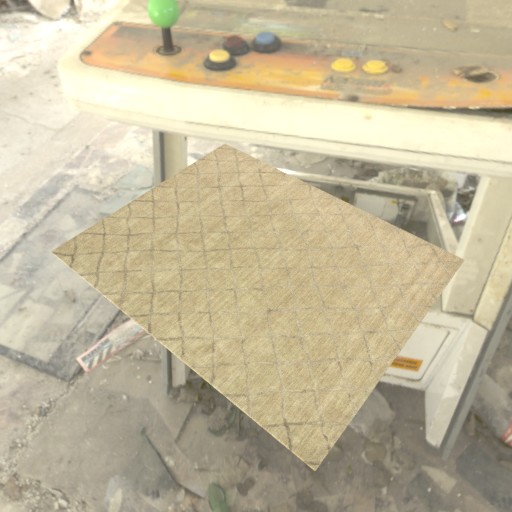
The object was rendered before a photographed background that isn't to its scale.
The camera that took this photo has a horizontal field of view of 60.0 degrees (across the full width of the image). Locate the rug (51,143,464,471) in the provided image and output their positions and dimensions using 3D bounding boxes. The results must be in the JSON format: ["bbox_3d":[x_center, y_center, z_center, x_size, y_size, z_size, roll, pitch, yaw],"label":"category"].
[{"bbox_3d":[0.000,0.000,4.161,3.038,0.019,2.420,31,54,26],"label":"rug"}]
